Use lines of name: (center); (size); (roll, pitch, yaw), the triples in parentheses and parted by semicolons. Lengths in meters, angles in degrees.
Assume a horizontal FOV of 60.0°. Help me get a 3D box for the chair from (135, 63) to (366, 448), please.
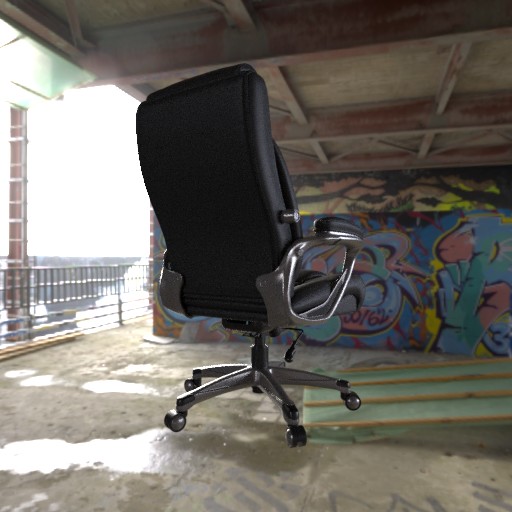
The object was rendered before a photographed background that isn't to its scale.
chair: (0.000, 0.000, 1.694); (0.741, 1.167, 0.784); (0, 0, 36)
